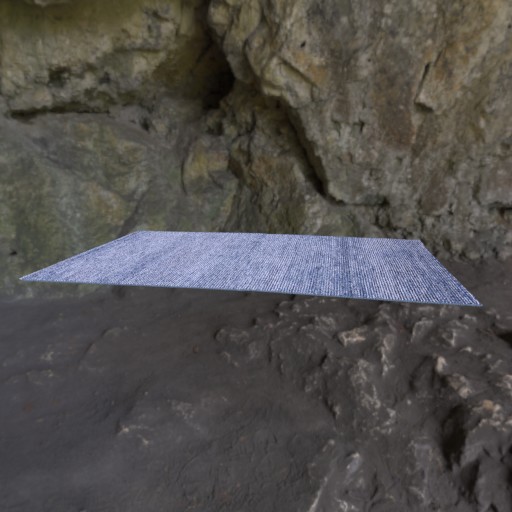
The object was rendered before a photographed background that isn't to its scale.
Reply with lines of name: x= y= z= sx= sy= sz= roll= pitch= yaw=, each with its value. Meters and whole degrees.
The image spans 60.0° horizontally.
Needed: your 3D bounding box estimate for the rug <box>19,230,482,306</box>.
rug: x=0.000 y=0.000 z=2.210 sx=1.777 sy=0.021 sz=1.145 roll=2 pitch=14 yaw=10
